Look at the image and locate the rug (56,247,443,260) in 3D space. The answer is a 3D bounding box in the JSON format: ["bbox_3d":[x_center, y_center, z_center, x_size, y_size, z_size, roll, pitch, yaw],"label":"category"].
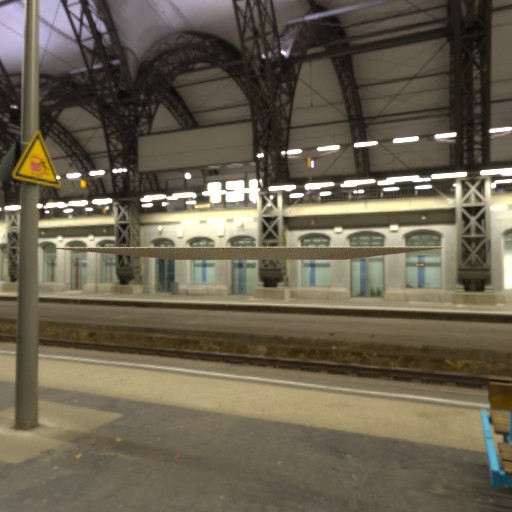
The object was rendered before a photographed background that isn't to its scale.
[{"bbox_3d":[0.000,0.000,2.324,1.234,0.006,1.850,0,-2,2],"label":"rug"}]
